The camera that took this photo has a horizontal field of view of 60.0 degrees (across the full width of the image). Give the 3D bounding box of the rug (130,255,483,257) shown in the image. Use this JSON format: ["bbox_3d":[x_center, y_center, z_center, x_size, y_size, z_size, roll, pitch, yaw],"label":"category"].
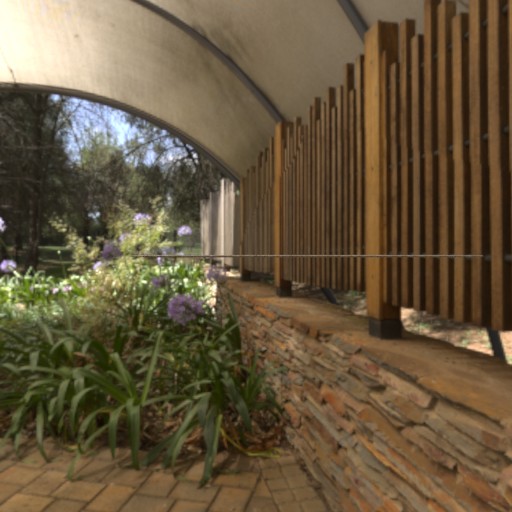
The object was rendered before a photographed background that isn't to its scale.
[{"bbox_3d":[0.000,0.000,3.766,2.005,0.013,2.890,0,0,-17],"label":"rug"}]
